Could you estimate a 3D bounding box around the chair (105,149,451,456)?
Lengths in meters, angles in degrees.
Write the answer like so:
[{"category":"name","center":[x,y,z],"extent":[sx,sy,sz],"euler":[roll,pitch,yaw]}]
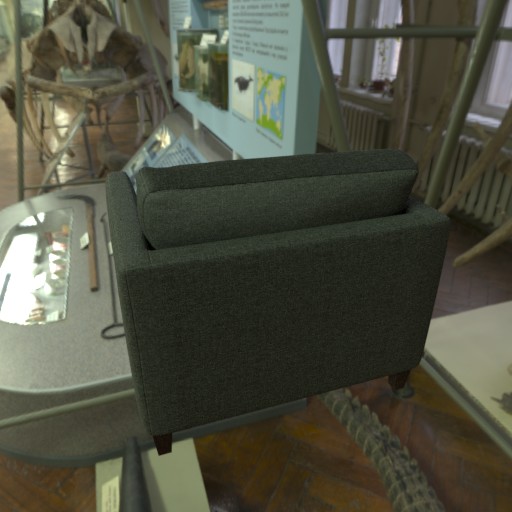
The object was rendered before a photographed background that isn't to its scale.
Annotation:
[{"category":"chair","center":[0.000,0.000,1.828],"extent":[1.107,0.963,0.959],"euler":[-9,29,-17]}]
